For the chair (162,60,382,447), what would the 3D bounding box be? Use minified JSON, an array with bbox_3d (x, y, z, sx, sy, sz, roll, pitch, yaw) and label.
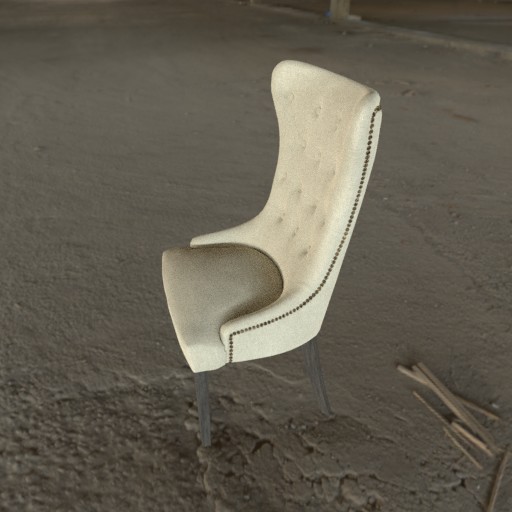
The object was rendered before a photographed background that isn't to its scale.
[{"bbox_3d":[0.000,0.000,1.411,0.590,1.065,0.584,-9,34,-14],"label":"chair"}]
